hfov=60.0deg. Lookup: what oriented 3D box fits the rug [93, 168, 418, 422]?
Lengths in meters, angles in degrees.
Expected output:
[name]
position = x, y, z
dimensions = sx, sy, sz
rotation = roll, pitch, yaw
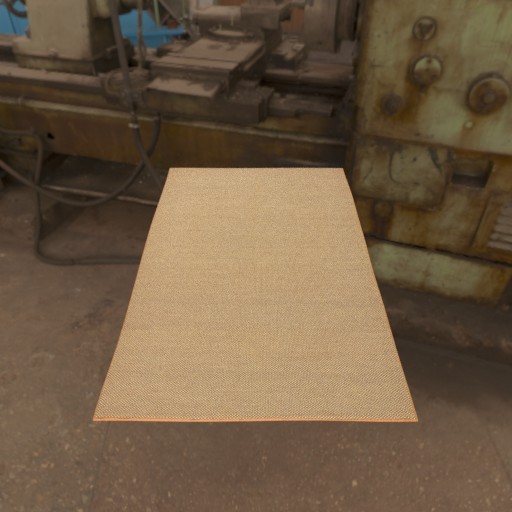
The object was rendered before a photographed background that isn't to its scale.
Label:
[rug]
position = 0.000, 0.000, 2.087
dimensions = 1.078, 0.013, 1.678
rotation = 0, 40, 0
